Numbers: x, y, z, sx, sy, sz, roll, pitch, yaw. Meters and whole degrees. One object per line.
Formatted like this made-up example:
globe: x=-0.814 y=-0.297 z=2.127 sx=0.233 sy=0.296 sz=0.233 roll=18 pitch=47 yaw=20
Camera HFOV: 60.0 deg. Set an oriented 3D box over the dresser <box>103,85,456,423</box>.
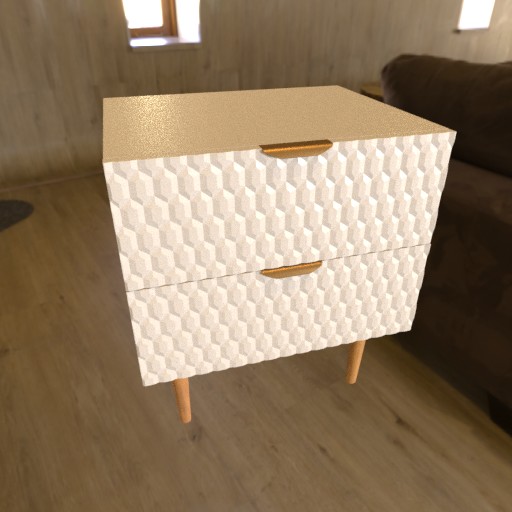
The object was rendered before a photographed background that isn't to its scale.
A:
dresser: x=0.000 y=0.000 z=0.903 sx=0.503 sy=0.568 sz=0.414 roll=-9 pitch=32 yaw=-14
